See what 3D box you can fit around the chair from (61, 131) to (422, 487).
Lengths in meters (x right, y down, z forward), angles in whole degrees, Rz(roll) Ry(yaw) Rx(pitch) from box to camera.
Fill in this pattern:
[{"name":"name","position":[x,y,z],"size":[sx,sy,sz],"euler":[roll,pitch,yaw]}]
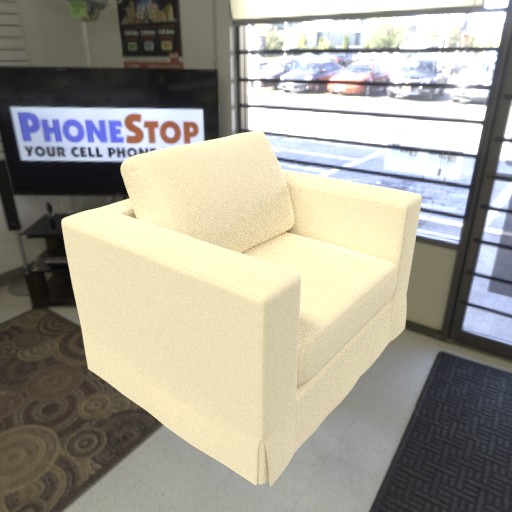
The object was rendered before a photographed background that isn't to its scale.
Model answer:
[{"name":"chair","position":[0.000,0.000,1.811],"size":[0.957,0.878,1.150],"euler":[18,30,34]}]
